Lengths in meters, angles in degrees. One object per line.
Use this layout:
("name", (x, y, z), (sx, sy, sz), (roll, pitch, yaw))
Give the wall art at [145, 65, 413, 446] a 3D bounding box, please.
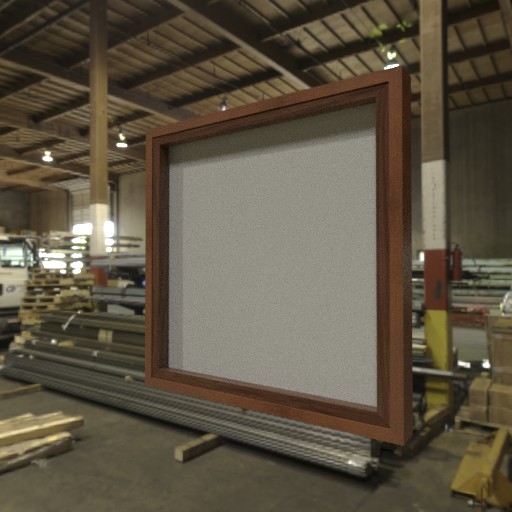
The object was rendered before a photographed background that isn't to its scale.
("wall art", (0.000, 0.000, 0.598), (0.403, 0.403, 0.035), (-1, -1, 35))
